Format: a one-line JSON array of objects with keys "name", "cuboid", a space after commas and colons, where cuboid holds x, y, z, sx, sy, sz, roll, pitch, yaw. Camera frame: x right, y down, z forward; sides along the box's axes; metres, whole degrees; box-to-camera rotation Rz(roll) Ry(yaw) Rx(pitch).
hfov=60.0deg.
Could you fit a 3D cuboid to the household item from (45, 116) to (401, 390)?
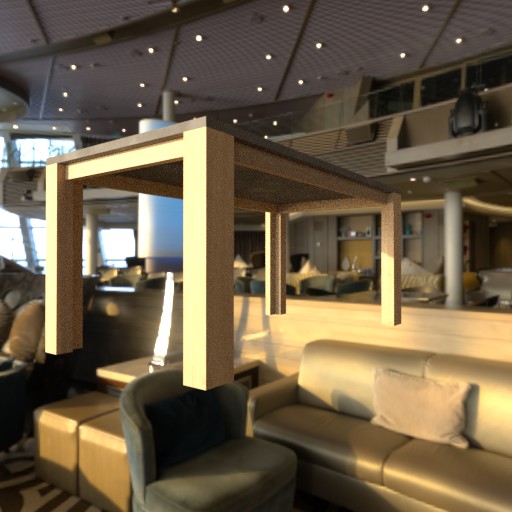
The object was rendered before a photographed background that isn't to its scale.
[{"name": "household item", "cuboid": [0.000, 0.000, 2.114, 0.850, 0.755, 1.600, 0, -1, 37]}]
